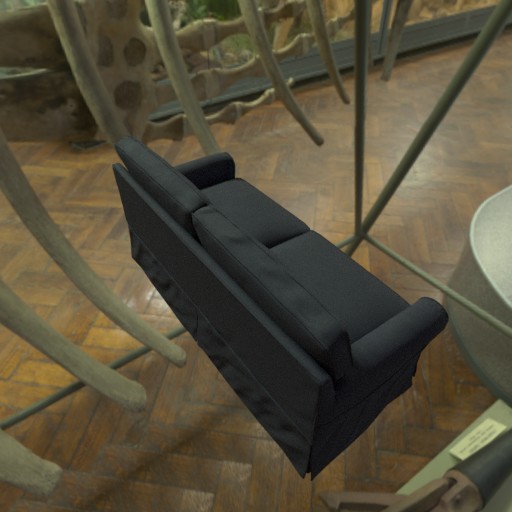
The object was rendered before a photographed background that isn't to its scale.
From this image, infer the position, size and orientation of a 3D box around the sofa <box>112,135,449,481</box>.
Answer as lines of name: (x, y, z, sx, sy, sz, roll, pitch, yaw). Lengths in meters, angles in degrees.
sofa: (0.000, 0.000, 2.855, 0.983, 1.094, 2.256, -25, 47, -26)
